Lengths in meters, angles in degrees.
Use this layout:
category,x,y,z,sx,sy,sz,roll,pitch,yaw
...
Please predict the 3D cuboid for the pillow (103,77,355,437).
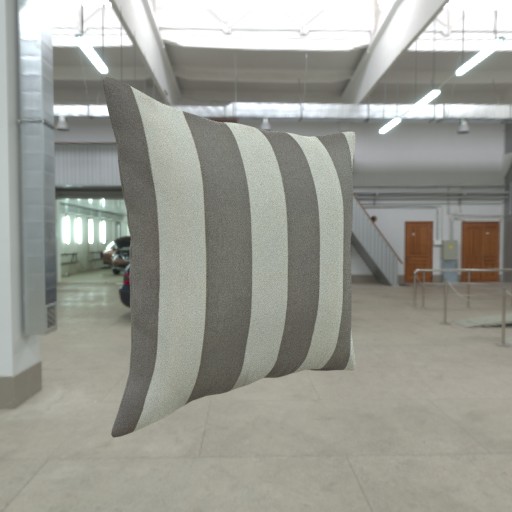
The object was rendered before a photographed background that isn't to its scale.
category,x,y,z,sx,sy,sz,roll,pitch,yaw
pillow,0.000,0.000,0.775,0.522,0.507,0.192,-2,3,-37
